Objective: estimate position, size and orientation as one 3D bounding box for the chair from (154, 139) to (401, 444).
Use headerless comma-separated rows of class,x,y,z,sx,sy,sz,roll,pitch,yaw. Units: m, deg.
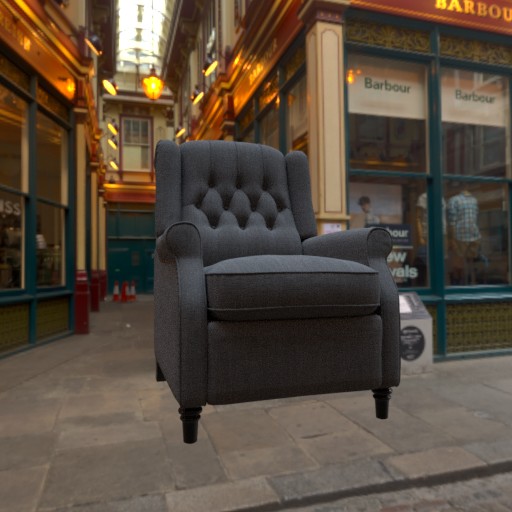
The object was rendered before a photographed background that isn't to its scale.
chair,0.000,0.000,1.650,0.742,1.035,0.898,0,-1,-18
